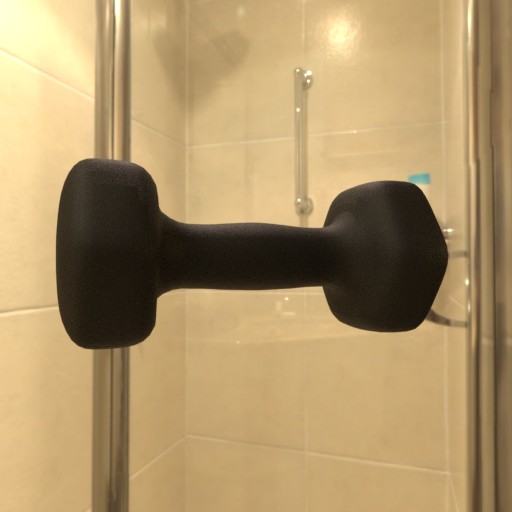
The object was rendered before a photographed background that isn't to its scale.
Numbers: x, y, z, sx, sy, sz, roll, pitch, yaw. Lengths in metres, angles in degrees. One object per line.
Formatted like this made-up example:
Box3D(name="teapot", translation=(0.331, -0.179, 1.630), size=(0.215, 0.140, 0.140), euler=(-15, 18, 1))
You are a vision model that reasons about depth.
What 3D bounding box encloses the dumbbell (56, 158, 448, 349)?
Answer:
Box3D(name="dumbbell", translation=(0.000, 0.000, 0.281), size=(0.231, 0.101, 0.112), euler=(0, -1, -18))
